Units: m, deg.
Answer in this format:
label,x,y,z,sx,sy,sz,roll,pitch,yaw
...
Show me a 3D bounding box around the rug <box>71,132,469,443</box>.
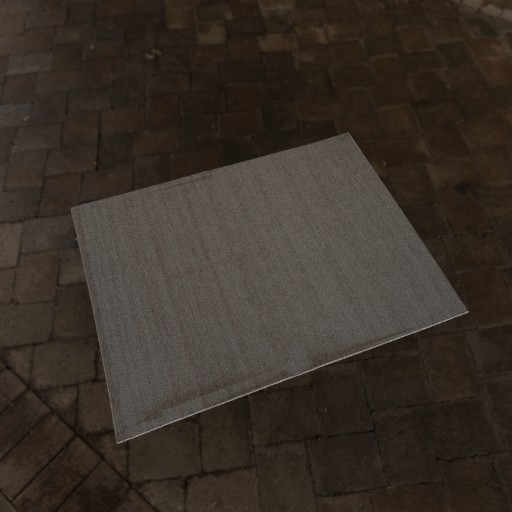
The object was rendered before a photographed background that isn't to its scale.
label,x,y,z,sx,sy,sz,roll,pitch,yaw
rug,0.000,0.000,5.051,3.778,0.053,2.873,-17,60,-10
